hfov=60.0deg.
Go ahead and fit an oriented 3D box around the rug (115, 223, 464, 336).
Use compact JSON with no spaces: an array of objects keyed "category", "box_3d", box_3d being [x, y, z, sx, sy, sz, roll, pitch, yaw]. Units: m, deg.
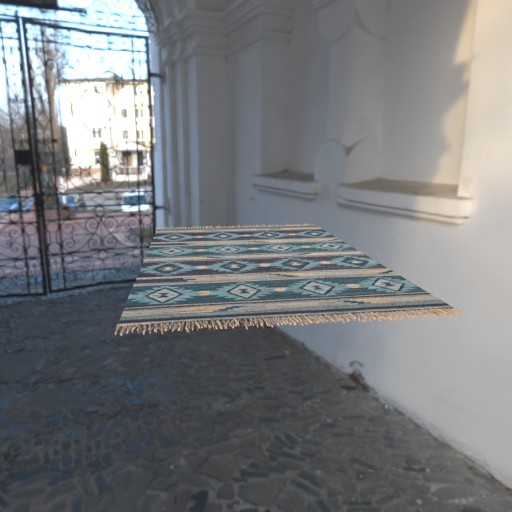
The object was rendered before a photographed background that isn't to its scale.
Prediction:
[{"category":"rug","box_3d":[0.000,0.000,2.377,1.181,0.028,1.936,-2,14,-8]}]
